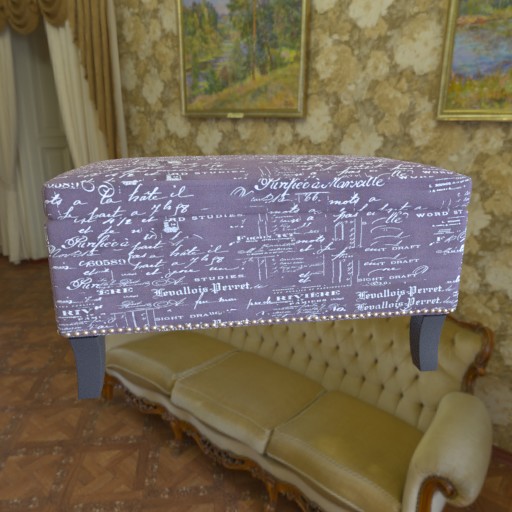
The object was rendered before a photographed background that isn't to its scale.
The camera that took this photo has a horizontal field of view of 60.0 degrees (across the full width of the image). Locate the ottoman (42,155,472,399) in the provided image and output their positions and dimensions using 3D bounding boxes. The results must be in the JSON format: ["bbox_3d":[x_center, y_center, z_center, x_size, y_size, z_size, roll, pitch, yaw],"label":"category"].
[{"bbox_3d":[0.000,0.000,1.042,0.813,0.457,0.406,-2,17,-8],"label":"ottoman"}]
